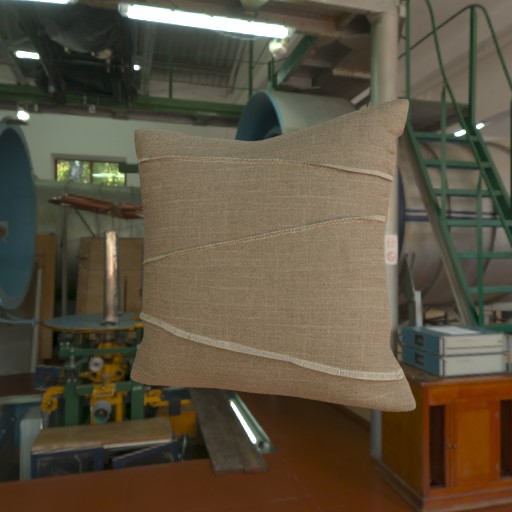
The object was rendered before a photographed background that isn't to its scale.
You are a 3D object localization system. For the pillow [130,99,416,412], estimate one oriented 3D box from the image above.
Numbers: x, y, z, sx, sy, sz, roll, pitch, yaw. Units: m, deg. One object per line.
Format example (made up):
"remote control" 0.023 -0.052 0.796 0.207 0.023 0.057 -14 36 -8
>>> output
"pillow" 0.000 0.000 0.626 0.424 0.400 0.169 0 0 19
